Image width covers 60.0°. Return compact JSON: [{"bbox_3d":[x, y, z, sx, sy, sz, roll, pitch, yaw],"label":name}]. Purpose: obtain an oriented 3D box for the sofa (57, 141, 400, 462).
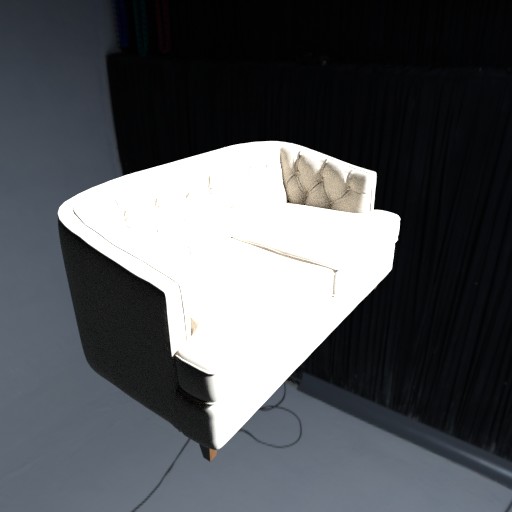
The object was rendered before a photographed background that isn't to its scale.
[{"bbox_3d":[0.000,0.000,2.262,0.940,0.878,1.731,18,31,32],"label":"sofa"}]
